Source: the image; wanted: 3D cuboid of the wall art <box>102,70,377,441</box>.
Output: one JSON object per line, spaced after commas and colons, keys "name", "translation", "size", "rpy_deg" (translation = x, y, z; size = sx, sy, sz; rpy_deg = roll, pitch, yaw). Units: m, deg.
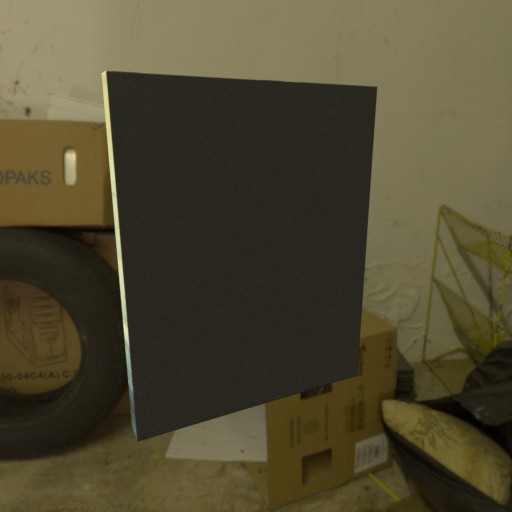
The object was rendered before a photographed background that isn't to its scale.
{"name": "wall art", "translation": [0.000, 0.000, 0.823], "size": [0.489, 0.608, 0.040], "rpy_deg": [-8, 17, -26]}
